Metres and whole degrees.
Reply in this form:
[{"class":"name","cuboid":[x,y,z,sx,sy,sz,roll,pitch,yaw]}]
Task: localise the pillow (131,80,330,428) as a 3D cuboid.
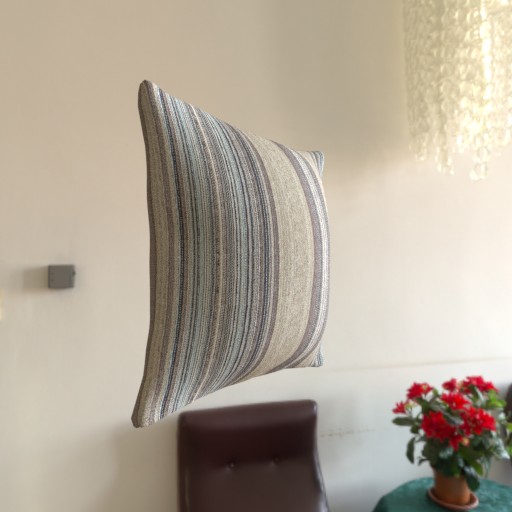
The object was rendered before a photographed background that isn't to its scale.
[{"class":"pillow","cuboid":[0.000,0.000,0.688,0.189,0.416,0.435,-1,-2,38]}]
